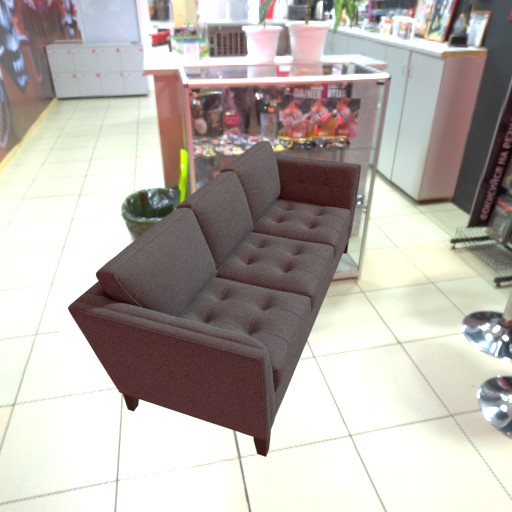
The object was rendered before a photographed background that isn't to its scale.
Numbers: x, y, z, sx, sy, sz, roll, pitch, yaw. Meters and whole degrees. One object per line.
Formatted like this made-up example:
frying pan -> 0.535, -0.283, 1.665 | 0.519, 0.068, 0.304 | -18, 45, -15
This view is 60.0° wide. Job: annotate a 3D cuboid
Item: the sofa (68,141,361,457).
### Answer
sofa -> 0.000, 0.000, 2.999 | 0.965, 0.940, 2.387 | 11, 33, 18
